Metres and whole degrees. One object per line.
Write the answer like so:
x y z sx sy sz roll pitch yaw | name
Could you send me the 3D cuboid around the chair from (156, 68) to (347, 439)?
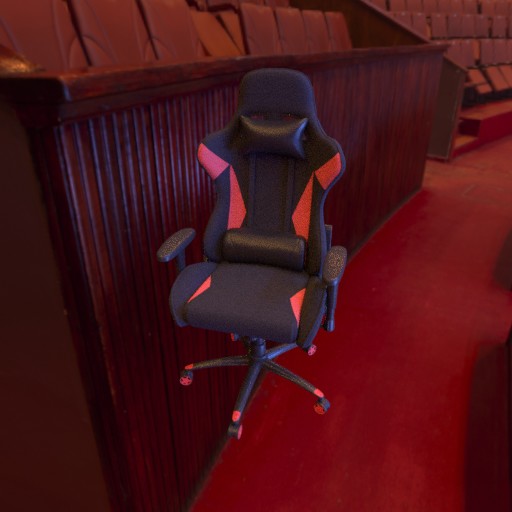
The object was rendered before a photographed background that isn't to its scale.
0.000 0.000 1.738 0.695 1.326 0.658 7 28 14 | chair
